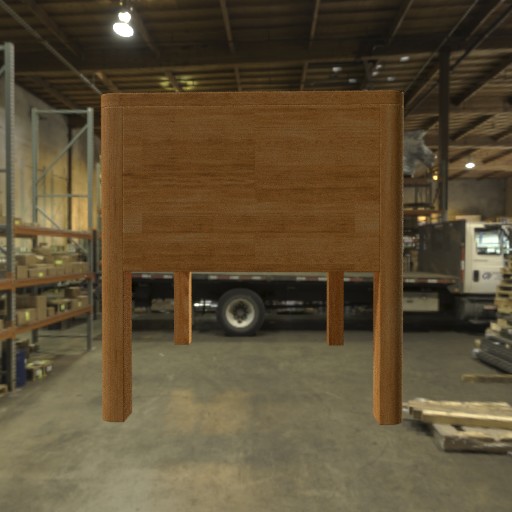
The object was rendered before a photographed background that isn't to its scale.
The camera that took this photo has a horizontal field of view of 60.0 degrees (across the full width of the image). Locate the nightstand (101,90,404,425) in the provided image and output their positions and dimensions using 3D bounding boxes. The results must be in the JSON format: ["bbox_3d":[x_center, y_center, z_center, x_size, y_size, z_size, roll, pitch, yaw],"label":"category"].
[{"bbox_3d":[0.000,0.000,0.908,0.440,0.470,0.560,0,1,2],"label":"nightstand"}]
